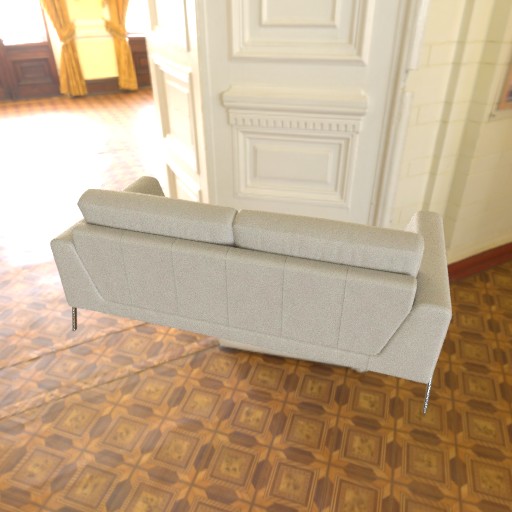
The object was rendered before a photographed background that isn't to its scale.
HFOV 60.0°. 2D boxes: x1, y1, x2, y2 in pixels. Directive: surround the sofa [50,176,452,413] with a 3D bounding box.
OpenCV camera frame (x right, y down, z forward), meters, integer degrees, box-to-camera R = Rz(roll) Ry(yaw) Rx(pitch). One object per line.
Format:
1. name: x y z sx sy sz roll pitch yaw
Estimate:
1. sofa: 0.000 0.000 2.549 2.017 0.875 0.953 9 33 15
